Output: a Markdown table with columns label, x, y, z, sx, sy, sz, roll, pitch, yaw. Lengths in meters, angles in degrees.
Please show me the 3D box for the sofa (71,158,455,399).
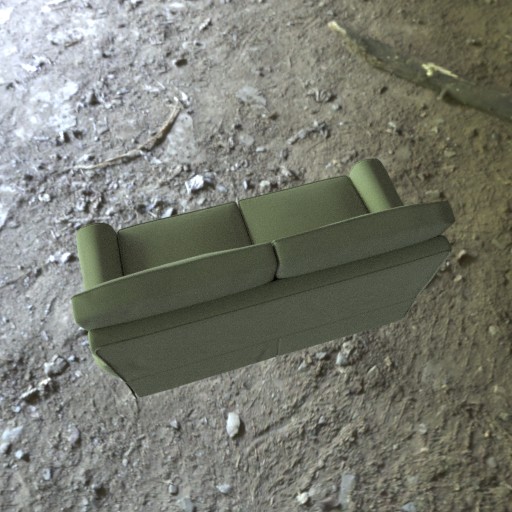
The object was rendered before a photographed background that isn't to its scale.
| label | x | y | z | sx | sy | sz | roll | pitch | yaw |
| --- | --- | --- | --- | --- | --- | --- | --- | --- | --- |
| sofa | 0.000 | 0.000 | 2.386 | 1.823 | 1.024 | 0.841 | -15 | 60 | -9 |
